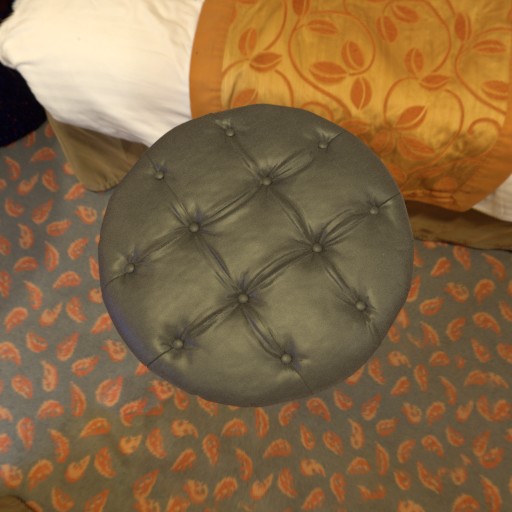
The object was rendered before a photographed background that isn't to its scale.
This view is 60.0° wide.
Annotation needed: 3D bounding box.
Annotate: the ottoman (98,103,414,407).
[{"bbox_3d":[0.000,0.000,1.403,0.901,0.439,0.901,0,75,0],"label":"ottoman"}]
